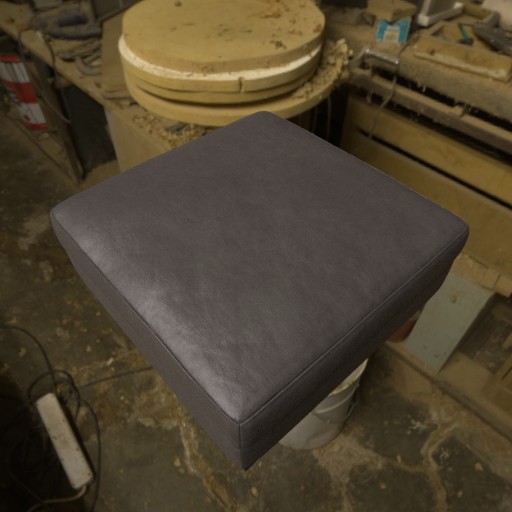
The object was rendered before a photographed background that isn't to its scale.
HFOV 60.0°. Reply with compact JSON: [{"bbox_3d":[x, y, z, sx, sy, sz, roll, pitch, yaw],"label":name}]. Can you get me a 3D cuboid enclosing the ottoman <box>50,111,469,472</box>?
[{"bbox_3d":[0.000,0.000,1.295,0.836,0.415,0.844,-33,56,-27],"label":"ottoman"}]
